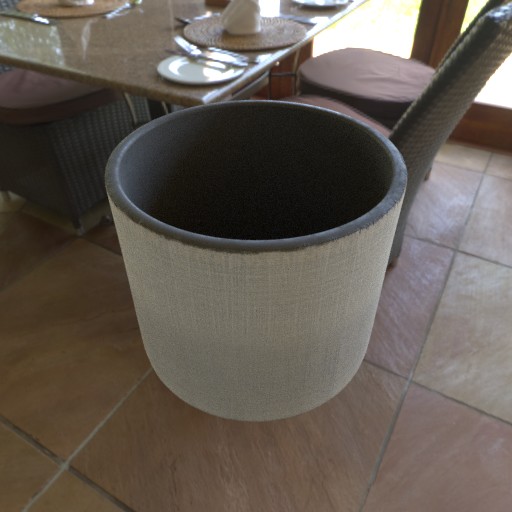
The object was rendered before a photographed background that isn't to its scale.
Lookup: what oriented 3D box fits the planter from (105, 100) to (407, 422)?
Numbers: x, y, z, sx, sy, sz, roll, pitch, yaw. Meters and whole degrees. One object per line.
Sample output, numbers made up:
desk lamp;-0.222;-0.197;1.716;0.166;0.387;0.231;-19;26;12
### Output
planter;0.000;0.000;0.398;0.226;0.201;0.226;0;41;0
